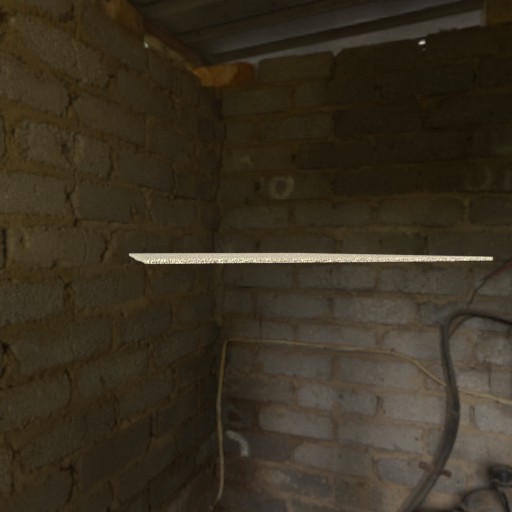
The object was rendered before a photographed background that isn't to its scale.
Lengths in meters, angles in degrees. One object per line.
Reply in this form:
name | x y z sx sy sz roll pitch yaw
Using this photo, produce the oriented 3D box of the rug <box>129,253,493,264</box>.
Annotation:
rug | 0.000 0.000 2.856 1.532 0.018 2.297 0 1 -17
